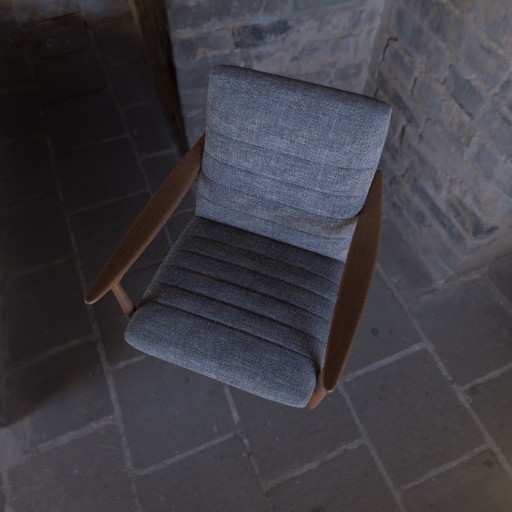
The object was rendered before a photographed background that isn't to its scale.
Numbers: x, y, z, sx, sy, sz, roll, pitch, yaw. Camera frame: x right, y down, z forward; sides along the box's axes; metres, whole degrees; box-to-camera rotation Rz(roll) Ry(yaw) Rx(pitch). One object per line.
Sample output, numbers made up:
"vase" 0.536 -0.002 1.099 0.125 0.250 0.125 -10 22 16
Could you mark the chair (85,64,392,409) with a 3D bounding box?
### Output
"chair" 0.000 0.000 1.468 0.741 0.832 0.798 18 61 10
